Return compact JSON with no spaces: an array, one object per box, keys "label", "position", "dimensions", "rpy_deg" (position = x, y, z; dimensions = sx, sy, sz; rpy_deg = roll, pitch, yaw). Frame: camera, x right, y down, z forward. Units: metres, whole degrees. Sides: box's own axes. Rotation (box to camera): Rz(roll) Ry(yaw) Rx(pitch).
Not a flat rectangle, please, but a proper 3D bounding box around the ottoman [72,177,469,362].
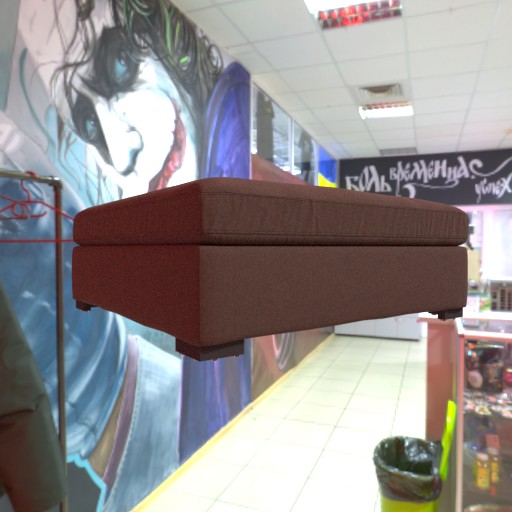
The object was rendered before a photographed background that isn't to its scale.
[{"label":"ottoman","position":[0.000,0.000,1.803],"dimensions":[1.181,0.470,1.181],"rpy_deg":[-1,1,-36]}]
